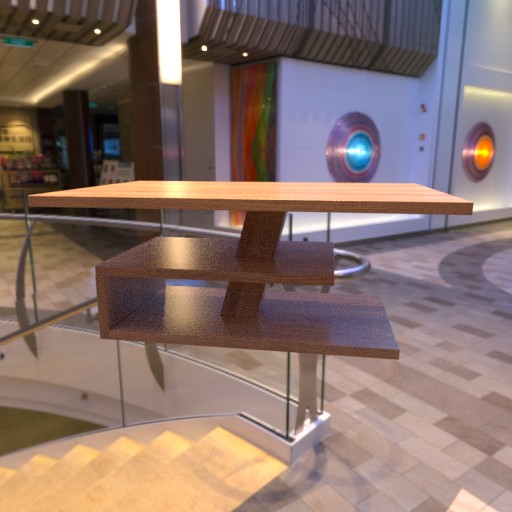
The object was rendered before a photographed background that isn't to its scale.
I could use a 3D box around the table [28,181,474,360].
[{"bbox_3d":[0.000,0.000,1.462,1.100,0.442,0.700,2,13,9],"label":"table"}]
